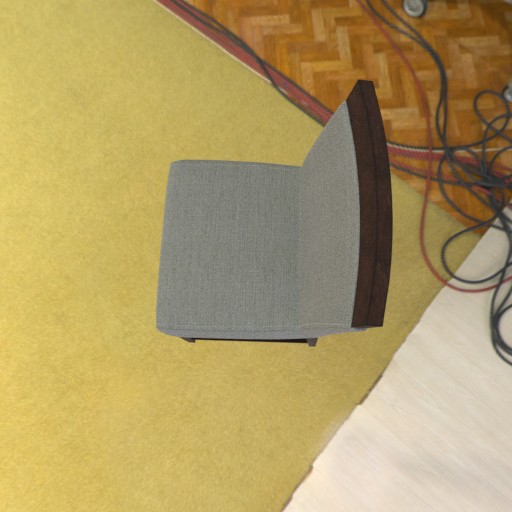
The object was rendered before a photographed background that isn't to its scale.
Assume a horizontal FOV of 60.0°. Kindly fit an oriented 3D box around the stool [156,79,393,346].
[{"bbox_3d":[0.000,0.000,1.341,0.531,1.009,0.512,2,75,0],"label":"stool"}]
